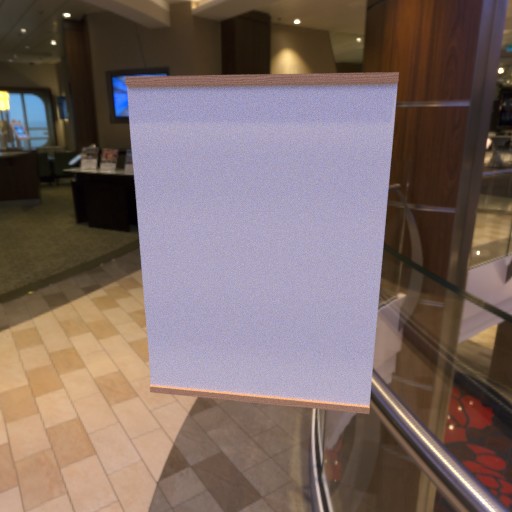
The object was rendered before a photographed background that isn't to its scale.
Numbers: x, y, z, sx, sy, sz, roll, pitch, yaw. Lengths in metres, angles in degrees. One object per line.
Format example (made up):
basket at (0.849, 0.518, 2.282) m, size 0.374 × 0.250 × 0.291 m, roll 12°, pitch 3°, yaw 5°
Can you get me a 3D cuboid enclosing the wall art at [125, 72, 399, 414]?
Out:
wall art at (0.000, 0.000, 1.338) m, size 0.739 × 1.016 × 0.020 m, roll 3°, pitch 17°, yaw 9°
